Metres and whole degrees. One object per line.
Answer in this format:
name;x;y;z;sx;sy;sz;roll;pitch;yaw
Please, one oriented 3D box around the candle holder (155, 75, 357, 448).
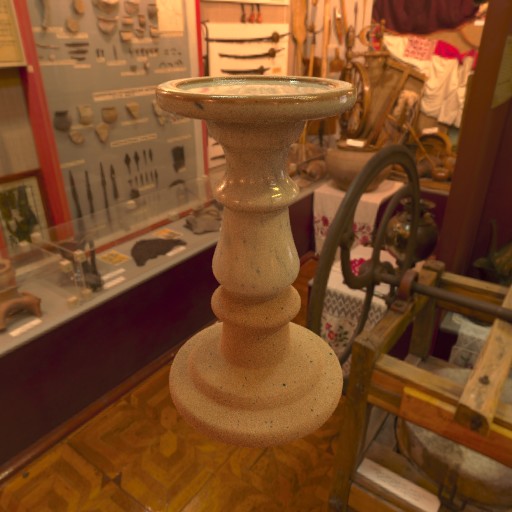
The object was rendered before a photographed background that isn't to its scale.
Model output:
candle holder;0.000;0.000;0.276;0.123;0.202;0.123;0;27;0
